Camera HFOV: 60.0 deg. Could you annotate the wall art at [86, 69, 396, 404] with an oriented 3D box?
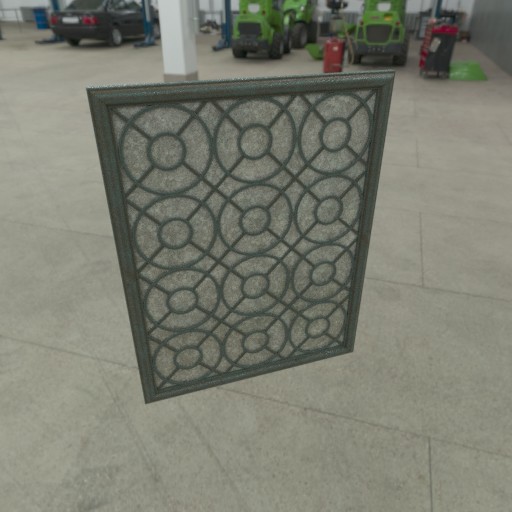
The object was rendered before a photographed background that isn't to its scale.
[{"bbox_3d":[0.000,0.000,1.304,0.767,0.983,0.030,-10,32,-16],"label":"wall art"}]
